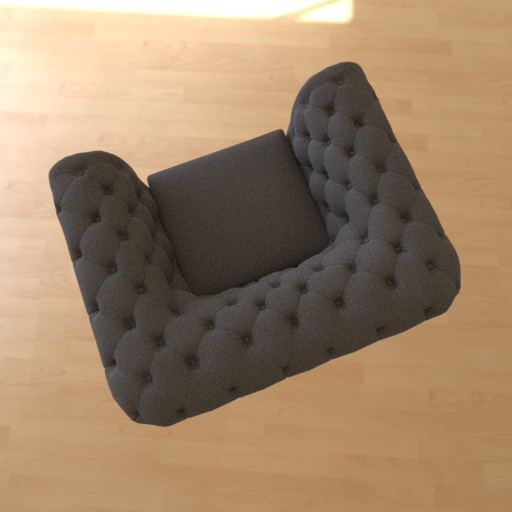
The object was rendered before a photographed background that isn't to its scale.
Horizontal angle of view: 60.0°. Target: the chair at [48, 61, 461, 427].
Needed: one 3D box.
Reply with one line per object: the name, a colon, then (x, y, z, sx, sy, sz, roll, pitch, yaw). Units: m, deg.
chair: (0.000, 0.000, 1.821, 1.270, 0.770, 0.976, -21, 77, -5)
